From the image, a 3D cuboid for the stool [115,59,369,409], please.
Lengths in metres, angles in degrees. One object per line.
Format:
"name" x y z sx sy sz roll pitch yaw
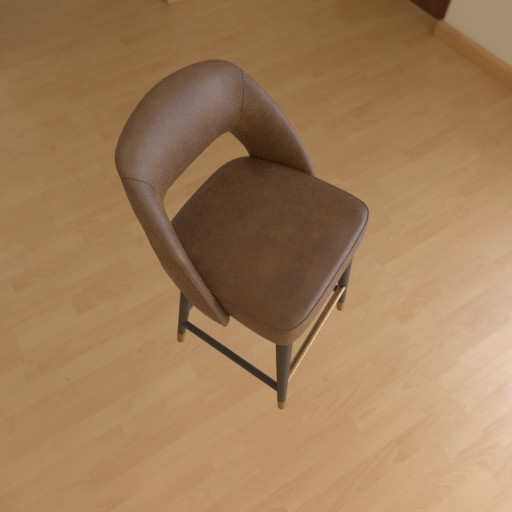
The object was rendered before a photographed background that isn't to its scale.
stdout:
"stool" 0.000 0.000 1.256 0.509 0.940 0.494 29 63 16
